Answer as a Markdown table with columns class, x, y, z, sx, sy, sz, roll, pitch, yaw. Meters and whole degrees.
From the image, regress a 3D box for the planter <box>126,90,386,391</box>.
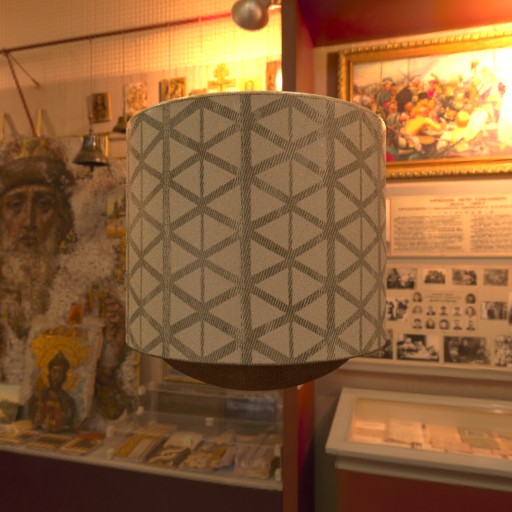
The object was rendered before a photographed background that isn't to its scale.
| class | x | y | z | sx | sy | sz | roll | pitch | yaw |
| --- | --- | --- | --- | --- | --- | --- | --- | --- | --- |
| planter | 0.000 | 0.000 | 0.337 | 0.190 | 0.181 | 0.190 | 0 | 0 | 0 |
